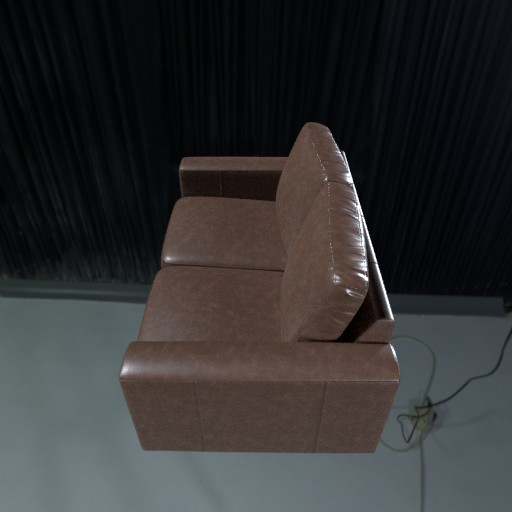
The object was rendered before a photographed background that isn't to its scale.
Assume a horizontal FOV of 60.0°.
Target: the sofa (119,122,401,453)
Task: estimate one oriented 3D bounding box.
[{"bbox_3d":[0.000,0.000,2.208,1.016,0.873,1.616,0,40,1],"label":"sofa"}]
